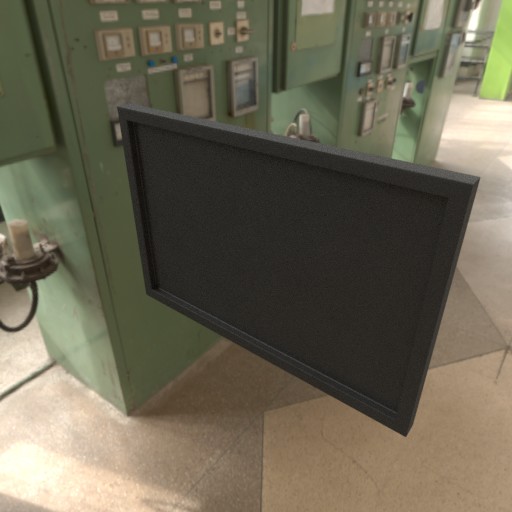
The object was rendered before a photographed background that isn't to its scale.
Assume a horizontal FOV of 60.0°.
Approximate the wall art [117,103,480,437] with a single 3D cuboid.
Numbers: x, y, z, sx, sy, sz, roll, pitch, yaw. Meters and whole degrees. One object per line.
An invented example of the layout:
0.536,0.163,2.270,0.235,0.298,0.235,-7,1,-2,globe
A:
0.000,0.000,0.544,0.443,0.301,0.021,22,37,32,wall art
